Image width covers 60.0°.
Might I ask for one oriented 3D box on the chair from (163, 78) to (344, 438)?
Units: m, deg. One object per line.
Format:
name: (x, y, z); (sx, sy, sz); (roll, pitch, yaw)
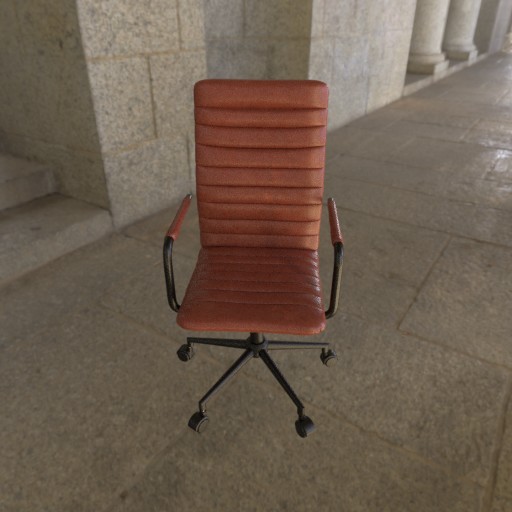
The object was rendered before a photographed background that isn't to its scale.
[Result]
chair: (0.000, 0.000, 1.382); (0.608, 0.979, 0.580); (2, 29, 3)
